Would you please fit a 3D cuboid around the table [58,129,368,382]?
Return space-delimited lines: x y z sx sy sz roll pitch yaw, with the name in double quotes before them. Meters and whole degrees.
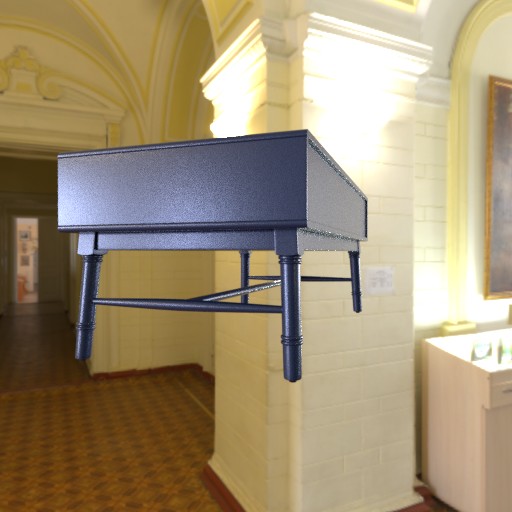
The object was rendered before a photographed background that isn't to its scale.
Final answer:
"table" 0.000 0.000 1.373 0.572 0.457 1.067 0 1 20
